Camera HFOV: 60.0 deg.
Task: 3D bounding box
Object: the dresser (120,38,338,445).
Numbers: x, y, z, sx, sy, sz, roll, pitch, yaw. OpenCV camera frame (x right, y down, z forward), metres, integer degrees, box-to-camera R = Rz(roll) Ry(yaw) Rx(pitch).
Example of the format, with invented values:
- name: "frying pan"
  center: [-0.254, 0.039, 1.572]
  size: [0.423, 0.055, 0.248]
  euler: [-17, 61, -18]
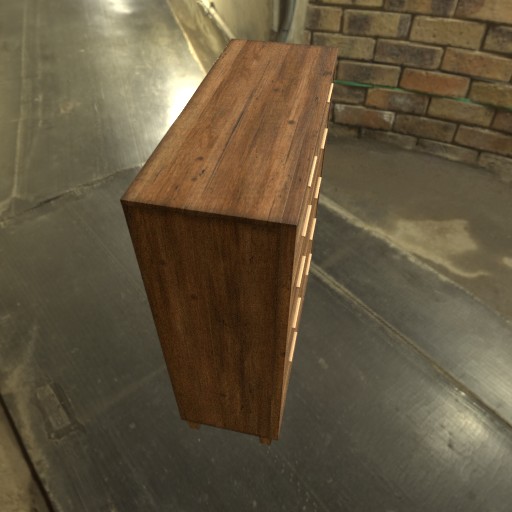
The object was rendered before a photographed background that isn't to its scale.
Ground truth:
- name: "dresser"
  center: [0.000, 0.000, 1.884]
  size: [0.438, 1.359, 1.067]
  euler: [9, 46, 9]
